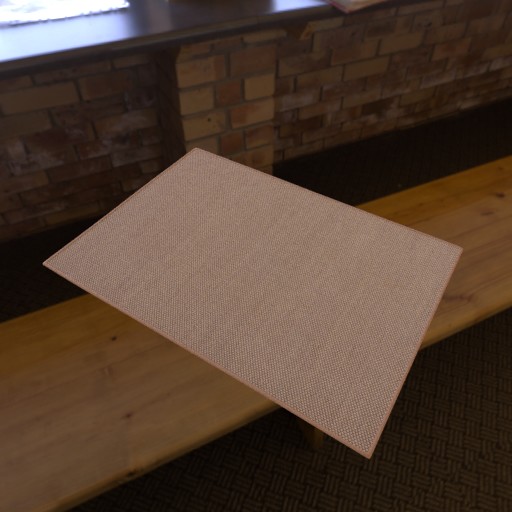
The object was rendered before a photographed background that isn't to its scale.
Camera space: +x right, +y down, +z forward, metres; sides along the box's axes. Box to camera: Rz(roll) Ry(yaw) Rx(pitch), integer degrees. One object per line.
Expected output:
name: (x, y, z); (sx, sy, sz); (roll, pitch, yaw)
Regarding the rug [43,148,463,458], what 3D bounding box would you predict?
rug: (0.000, 0.000, 2.748); (2.134, 0.013, 1.524); (25, 51, 22)
